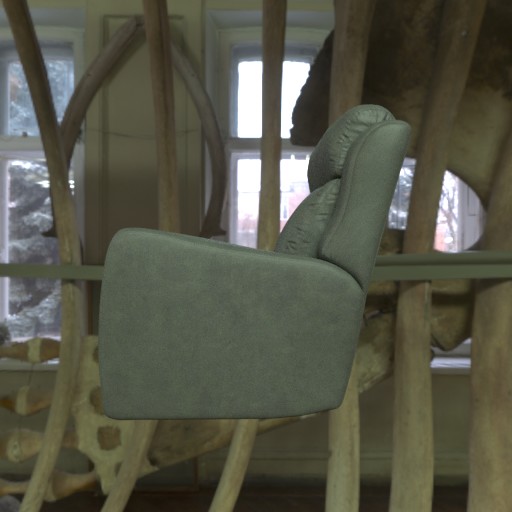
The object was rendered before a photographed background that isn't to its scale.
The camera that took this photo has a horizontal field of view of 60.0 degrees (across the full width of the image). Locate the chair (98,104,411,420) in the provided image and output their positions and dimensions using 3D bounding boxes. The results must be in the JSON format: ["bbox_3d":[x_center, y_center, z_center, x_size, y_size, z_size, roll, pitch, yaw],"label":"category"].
[{"bbox_3d":[0.000,0.000,1.912,1.068,1.116,0.965,0,0,0],"label":"chair"}]
